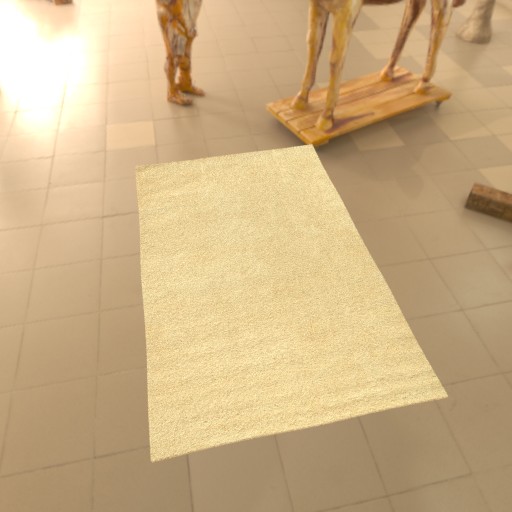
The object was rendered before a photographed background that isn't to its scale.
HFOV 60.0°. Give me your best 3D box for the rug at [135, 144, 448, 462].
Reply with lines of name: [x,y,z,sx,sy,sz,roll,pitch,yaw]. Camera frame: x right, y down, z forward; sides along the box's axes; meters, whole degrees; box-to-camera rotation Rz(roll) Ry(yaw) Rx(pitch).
rug: [0.000,0.000,2.941,1.500,0.025,2.346,-9,48,-8]
